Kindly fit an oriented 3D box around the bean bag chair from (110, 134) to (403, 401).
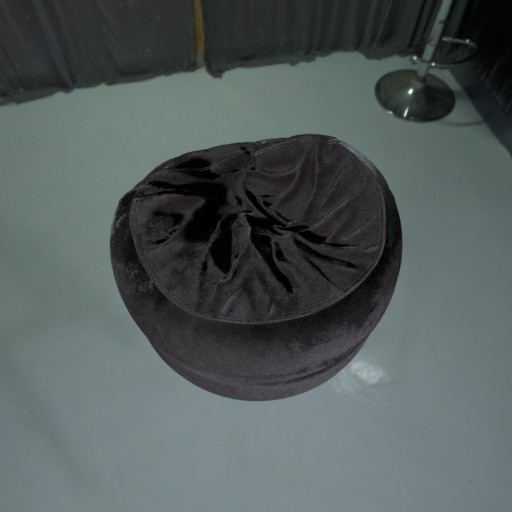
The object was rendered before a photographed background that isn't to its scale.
[{"bbox_3d":[0.000,0.000,1.532,0.918,0.605,0.918,0,58,0],"label":"bean bag chair"}]
